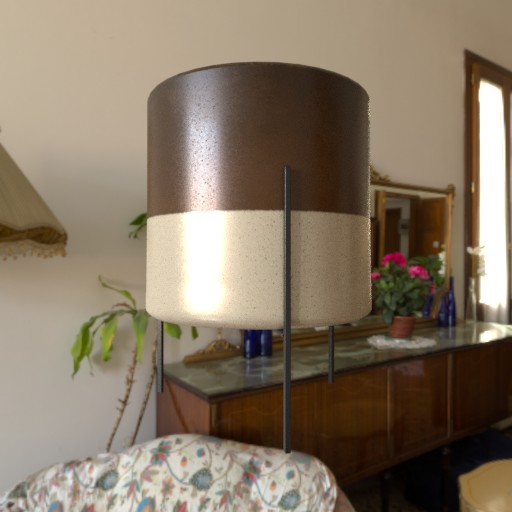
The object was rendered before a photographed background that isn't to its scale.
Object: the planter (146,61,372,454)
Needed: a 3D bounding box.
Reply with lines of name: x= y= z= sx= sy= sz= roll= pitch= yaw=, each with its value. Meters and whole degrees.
planter: x=0.000 y=0.000 z=0.700 sx=0.354 sy=0.465 sz=0.345 roll=0 pitch=0 yaw=19
